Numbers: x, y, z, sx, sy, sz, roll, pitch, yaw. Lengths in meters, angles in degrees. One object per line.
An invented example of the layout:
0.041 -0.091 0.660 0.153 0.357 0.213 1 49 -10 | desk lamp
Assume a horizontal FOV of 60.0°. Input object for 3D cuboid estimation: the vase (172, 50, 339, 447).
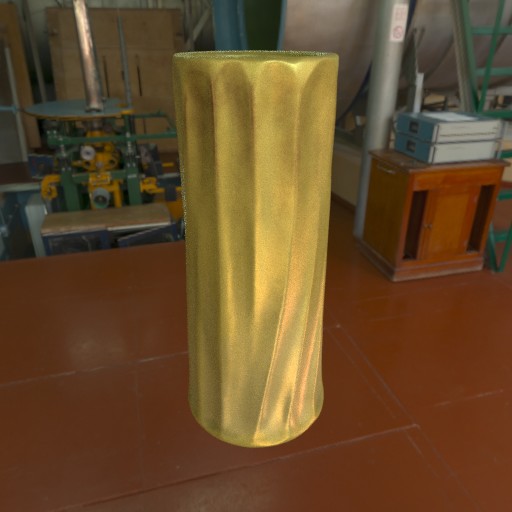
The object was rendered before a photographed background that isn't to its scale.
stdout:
0.000 0.000 0.171 0.061 0.143 0.061 0 27 0 | vase
